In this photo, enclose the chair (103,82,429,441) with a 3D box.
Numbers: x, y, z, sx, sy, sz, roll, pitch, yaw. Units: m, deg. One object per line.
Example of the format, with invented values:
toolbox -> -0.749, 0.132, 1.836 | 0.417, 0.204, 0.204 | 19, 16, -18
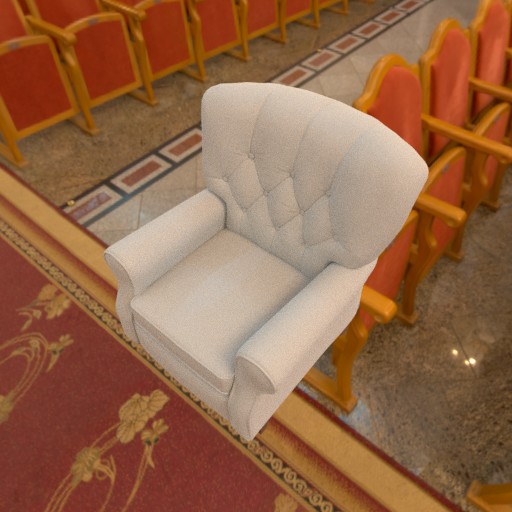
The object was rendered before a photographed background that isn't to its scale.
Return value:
chair -> 0.000, 0.000, 2.080 | 1.090, 1.217, 1.128 | 32, 54, 27
